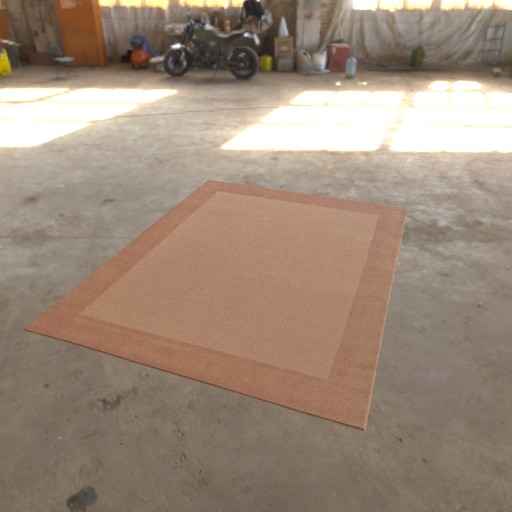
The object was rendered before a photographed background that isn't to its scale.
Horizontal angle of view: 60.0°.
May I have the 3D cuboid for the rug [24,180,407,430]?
[{"bbox_3d":[0.000,0.000,4.035,2.431,0.021,3.057,11,33,17],"label":"rug"}]
